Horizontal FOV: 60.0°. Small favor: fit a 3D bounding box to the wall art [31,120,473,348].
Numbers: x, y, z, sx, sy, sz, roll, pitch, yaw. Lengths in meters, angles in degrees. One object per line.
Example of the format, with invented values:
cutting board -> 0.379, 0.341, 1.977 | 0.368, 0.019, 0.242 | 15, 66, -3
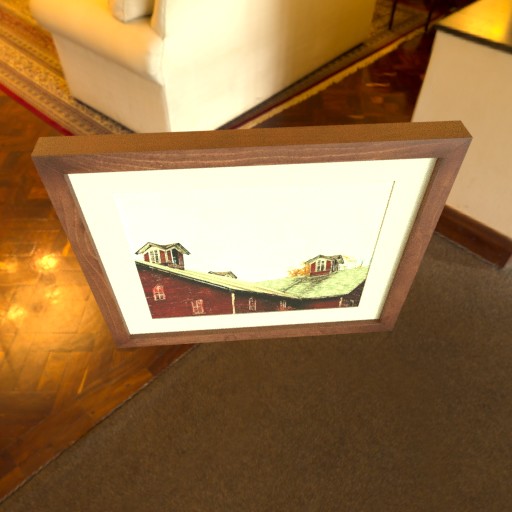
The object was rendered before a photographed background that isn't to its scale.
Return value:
wall art -> 0.000, 0.000, 0.532 | 0.401, 0.328, 0.030 | -3, 48, -3
